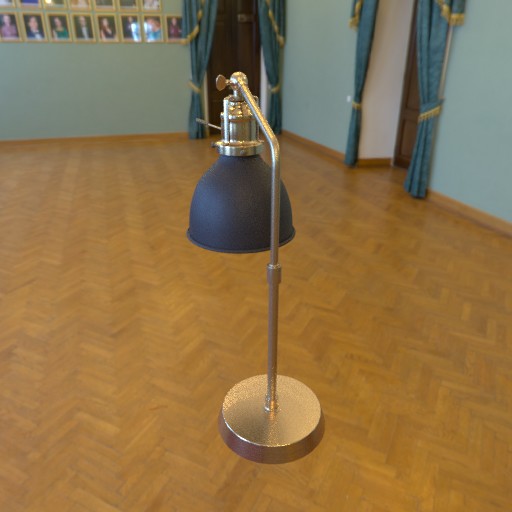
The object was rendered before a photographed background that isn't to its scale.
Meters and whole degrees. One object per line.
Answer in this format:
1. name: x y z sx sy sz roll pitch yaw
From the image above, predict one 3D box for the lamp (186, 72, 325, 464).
1. lamp: 0.000 0.000 0.600 0.160 0.456 0.291 -8 26 -17
